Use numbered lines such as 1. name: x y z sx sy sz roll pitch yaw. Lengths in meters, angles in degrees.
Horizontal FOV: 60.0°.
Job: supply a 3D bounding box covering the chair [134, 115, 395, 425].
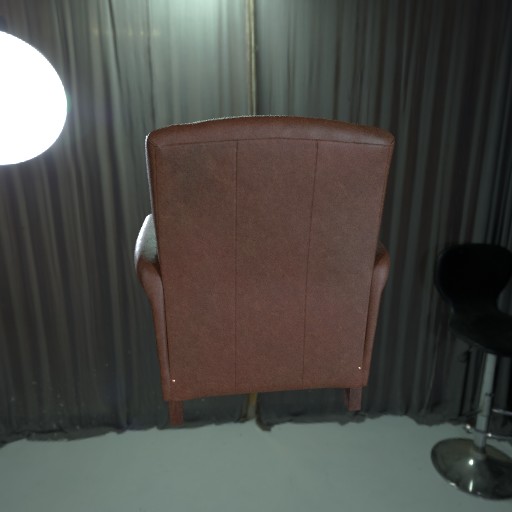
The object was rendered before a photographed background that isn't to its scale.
1. chair: 0.000 0.000 1.816 0.978 1.061 0.902 -2 15 -7
